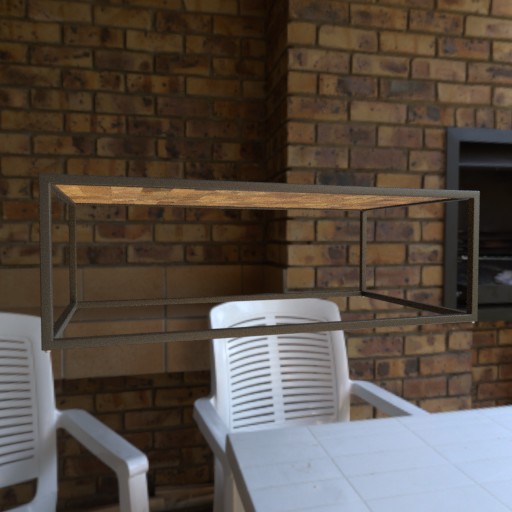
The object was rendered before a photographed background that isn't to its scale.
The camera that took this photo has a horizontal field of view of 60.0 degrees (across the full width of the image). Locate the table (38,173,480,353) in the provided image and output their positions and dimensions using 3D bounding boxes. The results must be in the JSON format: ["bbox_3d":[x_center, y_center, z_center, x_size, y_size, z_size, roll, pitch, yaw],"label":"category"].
[{"bbox_3d":[0.000,0.000,1.462,1.199,0.398,0.649,-1,2,-17],"label":"table"}]
